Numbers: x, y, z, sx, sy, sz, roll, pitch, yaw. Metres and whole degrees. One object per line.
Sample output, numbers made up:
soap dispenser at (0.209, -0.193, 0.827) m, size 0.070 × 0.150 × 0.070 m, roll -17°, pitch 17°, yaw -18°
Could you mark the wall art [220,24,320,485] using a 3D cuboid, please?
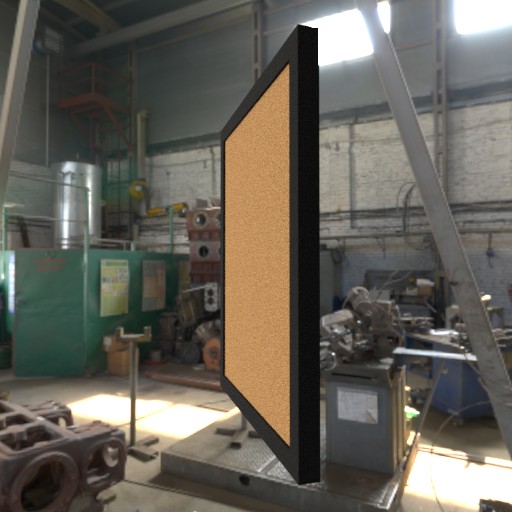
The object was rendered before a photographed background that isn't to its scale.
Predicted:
wall art at (0.000, 0.000, 0.760) m, size 0.029 × 0.559 × 0.457 m, roll 0°, pitch -1°, yaw -16°
